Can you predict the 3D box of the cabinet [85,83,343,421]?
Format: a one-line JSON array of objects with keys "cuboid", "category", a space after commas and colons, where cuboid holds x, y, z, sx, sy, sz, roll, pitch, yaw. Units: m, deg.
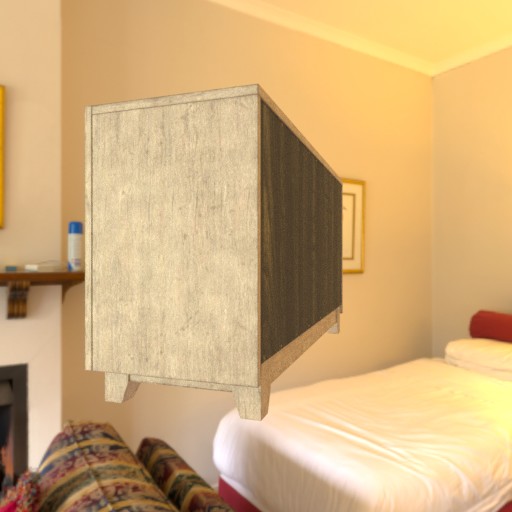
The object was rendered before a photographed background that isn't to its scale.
[{"cuboid": [0.000, 0.000, 1.830, 0.511, 0.825, 1.460, 0, 0, 19], "category": "cabinet"}]
